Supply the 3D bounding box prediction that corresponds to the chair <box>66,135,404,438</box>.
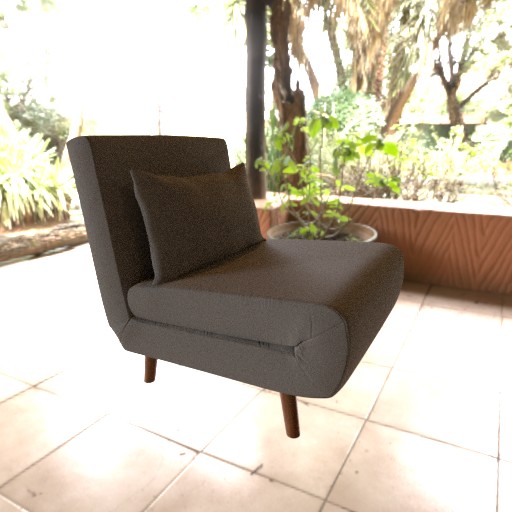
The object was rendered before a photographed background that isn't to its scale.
[{"bbox_3d":[0.000,0.000,1.525,0.902,0.808,0.770,7,16,27],"label":"chair"}]
